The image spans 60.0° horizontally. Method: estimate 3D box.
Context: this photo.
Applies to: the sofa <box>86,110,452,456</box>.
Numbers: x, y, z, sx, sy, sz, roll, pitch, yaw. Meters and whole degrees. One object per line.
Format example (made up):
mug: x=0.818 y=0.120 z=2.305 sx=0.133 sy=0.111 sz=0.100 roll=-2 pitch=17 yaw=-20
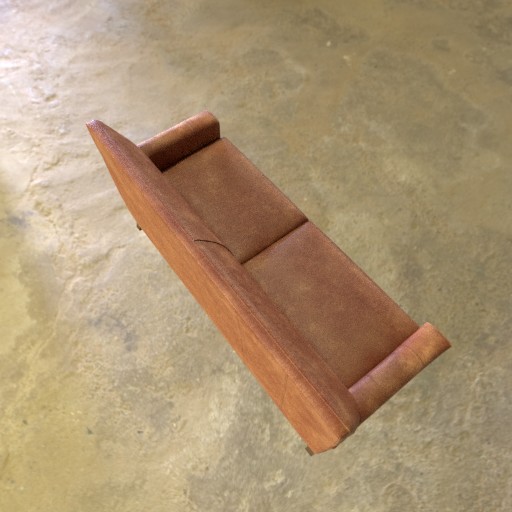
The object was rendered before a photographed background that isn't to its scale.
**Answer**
sofa: x=0.000 y=0.000 z=2.502 sx=0.805 sy=0.947 sz=2.053 roll=-33 pitch=63 yaw=-19
